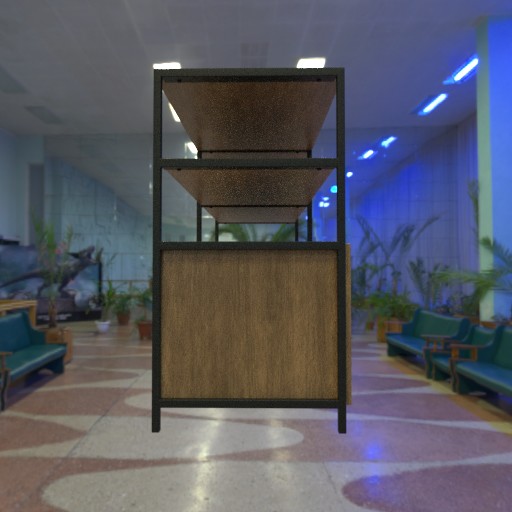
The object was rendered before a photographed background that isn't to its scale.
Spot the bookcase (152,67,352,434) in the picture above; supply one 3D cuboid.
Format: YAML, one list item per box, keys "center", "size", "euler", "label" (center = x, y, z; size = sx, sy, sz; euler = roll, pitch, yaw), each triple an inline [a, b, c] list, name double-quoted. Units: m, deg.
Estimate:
- center: [0.000, 0.000, 1.436]
  size: [0.391, 0.712, 1.149]
  euler: [0, -1, 1]
  label: "bookcase"
